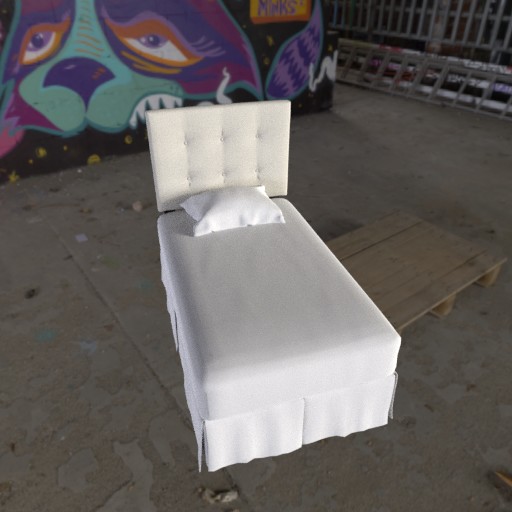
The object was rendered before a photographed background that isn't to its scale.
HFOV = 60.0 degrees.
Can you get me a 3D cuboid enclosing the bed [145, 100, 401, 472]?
[{"bbox_3d":[0.000,0.000,3.054,1.261,1.571,1.997,-9,34,-14],"label":"bed"}]
